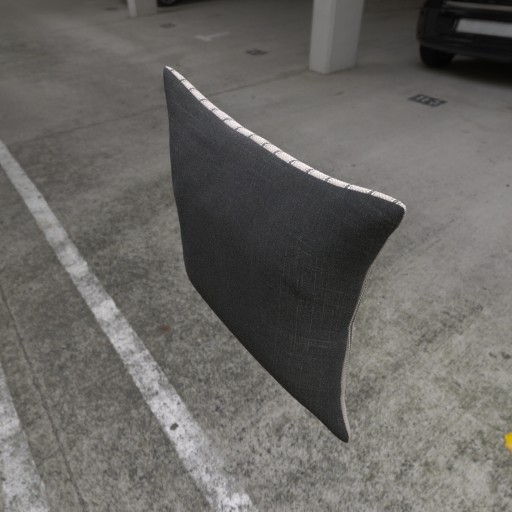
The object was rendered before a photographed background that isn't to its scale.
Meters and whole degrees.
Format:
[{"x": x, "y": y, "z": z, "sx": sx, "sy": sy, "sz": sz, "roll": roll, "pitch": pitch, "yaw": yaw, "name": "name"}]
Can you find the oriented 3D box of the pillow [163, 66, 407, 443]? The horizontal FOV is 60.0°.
[{"x": 0.000, "y": 0.000, "z": 0.677, "sx": 0.138, "sy": 0.444, "sz": 0.468, "roll": -25, "pitch": 47, "yaw": -27, "name": "pillow"}]
